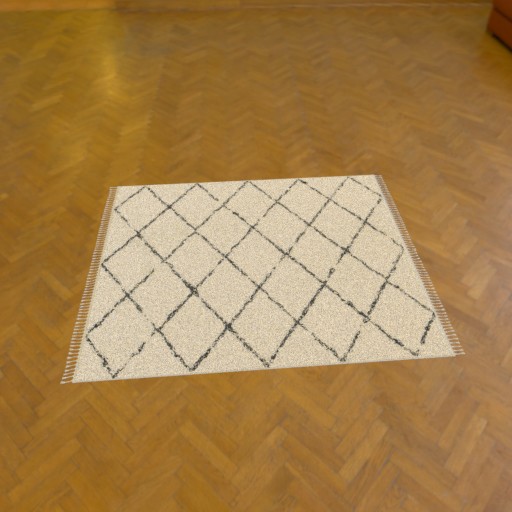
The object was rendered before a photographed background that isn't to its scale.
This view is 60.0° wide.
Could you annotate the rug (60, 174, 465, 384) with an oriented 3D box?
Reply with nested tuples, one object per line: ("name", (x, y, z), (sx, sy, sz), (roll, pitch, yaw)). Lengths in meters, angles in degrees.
("rug", (0.000, 0.000, 4.147), (3.051, 0.013, 2.380), (-3, 46, -3))
